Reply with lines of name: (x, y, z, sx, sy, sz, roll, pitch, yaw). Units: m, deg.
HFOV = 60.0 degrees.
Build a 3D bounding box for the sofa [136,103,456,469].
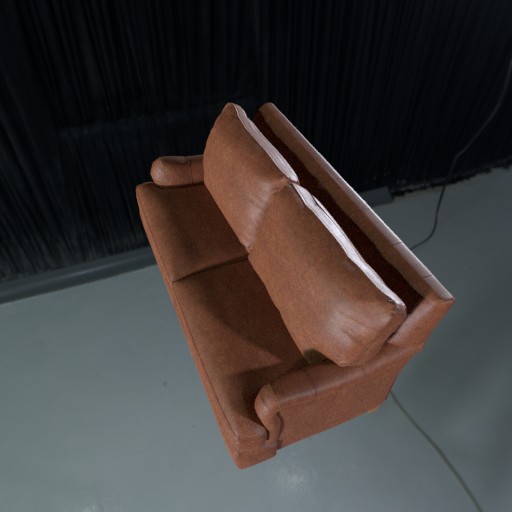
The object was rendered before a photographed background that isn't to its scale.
sofa: (0.000, 0.000, 2.834, 1.147, 1.071, 2.144, -17, 49, -16)
